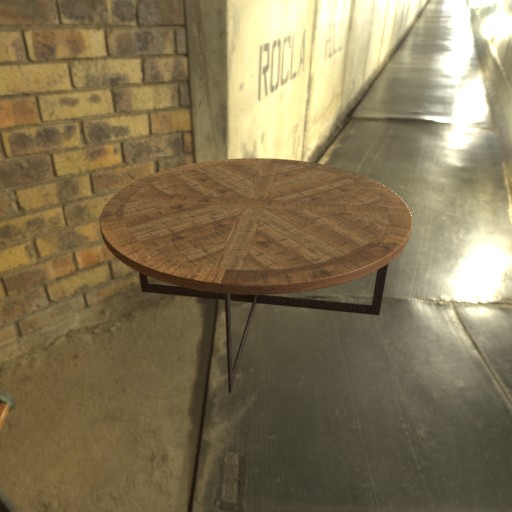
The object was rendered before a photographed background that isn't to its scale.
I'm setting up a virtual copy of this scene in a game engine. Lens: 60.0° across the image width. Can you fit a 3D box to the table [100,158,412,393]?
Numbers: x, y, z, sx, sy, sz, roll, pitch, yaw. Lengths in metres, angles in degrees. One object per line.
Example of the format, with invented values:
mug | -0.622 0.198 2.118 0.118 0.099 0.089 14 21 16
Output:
table | 0.000 0.000 2.000 1.264 0.516 1.264 0 30 0
